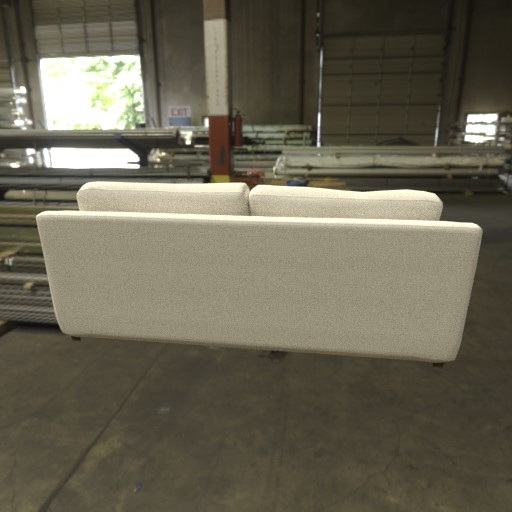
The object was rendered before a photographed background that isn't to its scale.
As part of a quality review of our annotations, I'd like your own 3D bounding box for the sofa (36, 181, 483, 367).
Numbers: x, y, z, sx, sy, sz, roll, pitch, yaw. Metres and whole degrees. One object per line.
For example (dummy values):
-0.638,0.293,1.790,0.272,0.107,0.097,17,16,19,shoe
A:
0.000,0.000,2.963,2.470,1.022,1.009,2,16,8,sofa
